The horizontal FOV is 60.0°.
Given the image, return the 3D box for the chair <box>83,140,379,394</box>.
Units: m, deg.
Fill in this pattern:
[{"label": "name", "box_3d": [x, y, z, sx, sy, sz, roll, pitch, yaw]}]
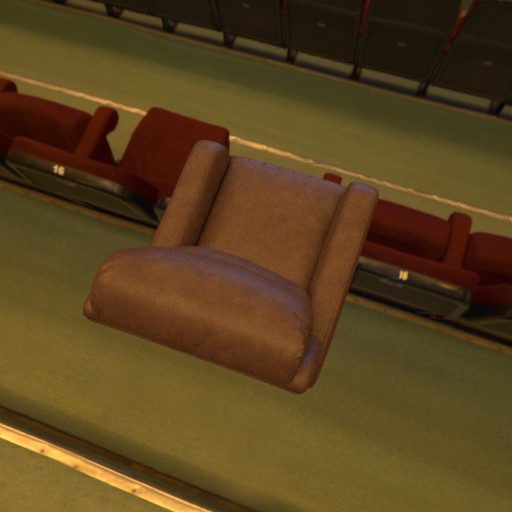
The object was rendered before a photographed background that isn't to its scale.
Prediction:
[{"label": "chair", "box_3d": [0.000, 0.000, 1.793, 0.865, 1.067, 1.067, 17, 65, 8]}]
